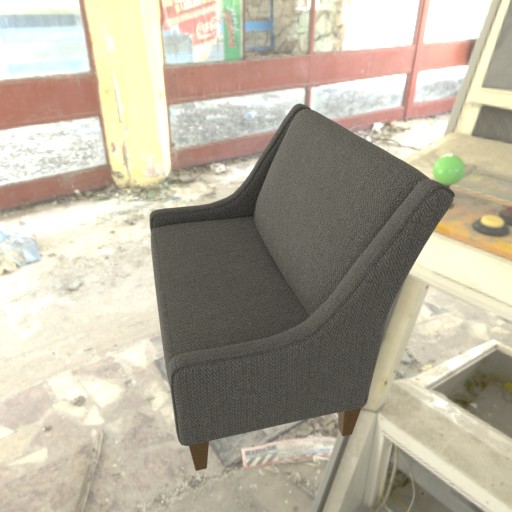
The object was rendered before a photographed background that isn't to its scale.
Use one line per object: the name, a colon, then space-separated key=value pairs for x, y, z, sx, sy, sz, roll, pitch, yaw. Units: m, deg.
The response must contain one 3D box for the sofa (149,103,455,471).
sofa: x=0.000 y=0.000 z=1.909 sx=0.873 sy=1.022 sz=1.242 roll=-7 pitch=31 yaw=-13
